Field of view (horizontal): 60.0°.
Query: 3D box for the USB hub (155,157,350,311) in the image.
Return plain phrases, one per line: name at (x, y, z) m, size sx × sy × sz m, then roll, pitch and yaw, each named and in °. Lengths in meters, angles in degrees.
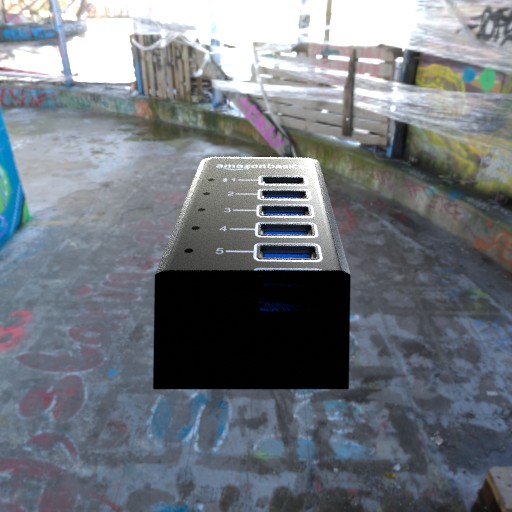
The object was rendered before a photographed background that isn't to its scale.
USB hub at (0.000, 0.000, 0.128) m, size 0.044 × 0.023 × 0.110 m, roll 1°, pitch 31°, yaw 1°
